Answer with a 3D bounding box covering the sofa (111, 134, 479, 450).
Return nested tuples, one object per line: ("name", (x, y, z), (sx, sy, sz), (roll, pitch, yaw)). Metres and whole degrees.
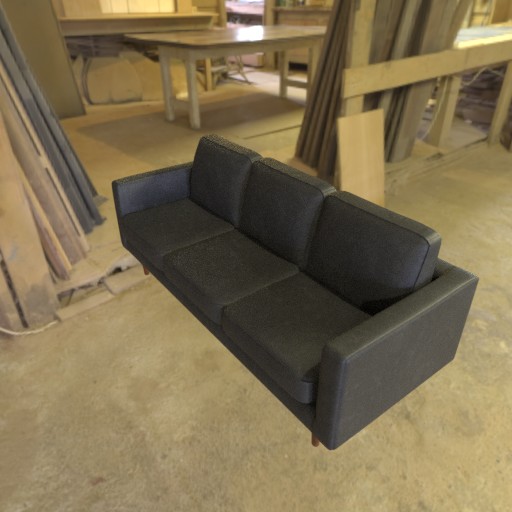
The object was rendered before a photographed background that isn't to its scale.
("sofa", (0.000, 0.000, 2.480), (0.879, 0.899, 2.029), (-22, 37, -31))
